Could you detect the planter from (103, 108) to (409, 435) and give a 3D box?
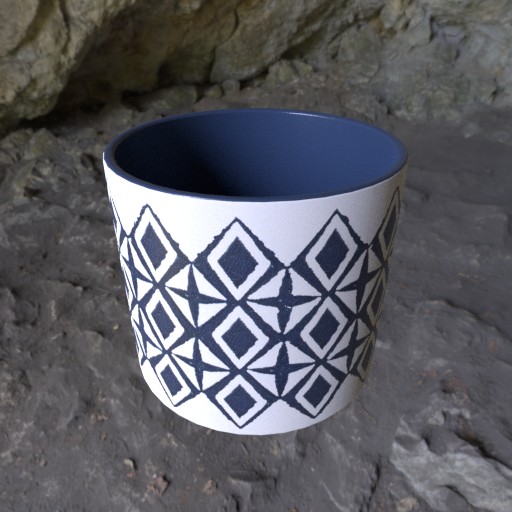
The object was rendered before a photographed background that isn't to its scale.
[{"bbox_3d":[0.000,0.000,0.314,0.182,0.165,0.182,0,31,0],"label":"planter"}]
